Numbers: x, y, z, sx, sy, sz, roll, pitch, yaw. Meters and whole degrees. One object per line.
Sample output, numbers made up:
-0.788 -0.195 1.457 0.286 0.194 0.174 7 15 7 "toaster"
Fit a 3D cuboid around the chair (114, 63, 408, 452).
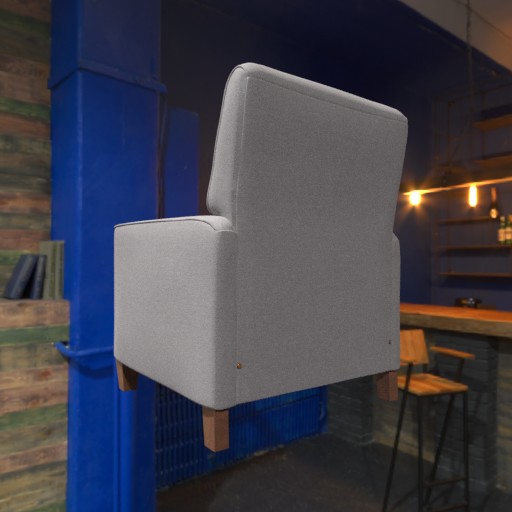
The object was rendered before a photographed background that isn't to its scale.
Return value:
0.000 0.000 1.635 0.845 1.023 0.859 1 -1 -36 "chair"
